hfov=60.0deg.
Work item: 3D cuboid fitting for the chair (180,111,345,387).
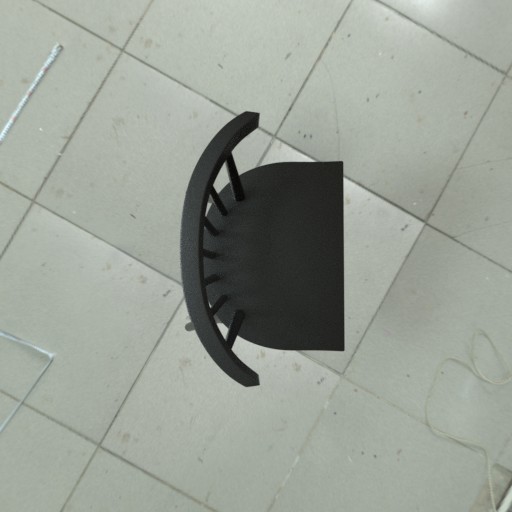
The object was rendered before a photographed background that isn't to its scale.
[{"bbox_3d":[0.000,0.000,1.162,0.483,0.844,0.506,0,88,-1],"label":"chair"}]
